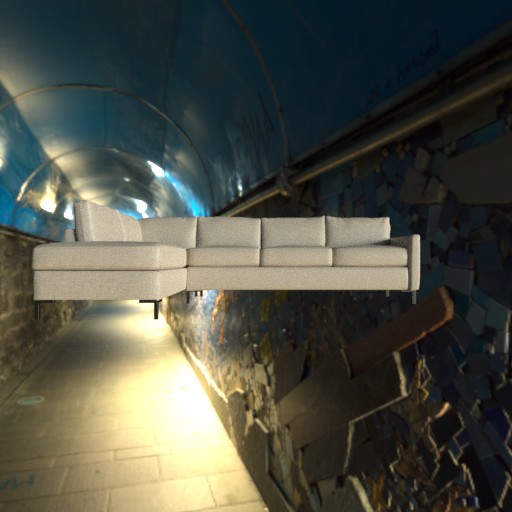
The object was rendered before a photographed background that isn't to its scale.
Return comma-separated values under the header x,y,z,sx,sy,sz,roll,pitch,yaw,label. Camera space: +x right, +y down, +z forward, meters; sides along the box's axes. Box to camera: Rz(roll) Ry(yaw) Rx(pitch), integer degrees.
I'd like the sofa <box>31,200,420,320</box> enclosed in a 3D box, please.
x,y,z,sx,sy,sz,roll,pitch,yaw,label
0.000,0.000,3.155,2.423,0.703,1.617,0,-1,0,sofa
